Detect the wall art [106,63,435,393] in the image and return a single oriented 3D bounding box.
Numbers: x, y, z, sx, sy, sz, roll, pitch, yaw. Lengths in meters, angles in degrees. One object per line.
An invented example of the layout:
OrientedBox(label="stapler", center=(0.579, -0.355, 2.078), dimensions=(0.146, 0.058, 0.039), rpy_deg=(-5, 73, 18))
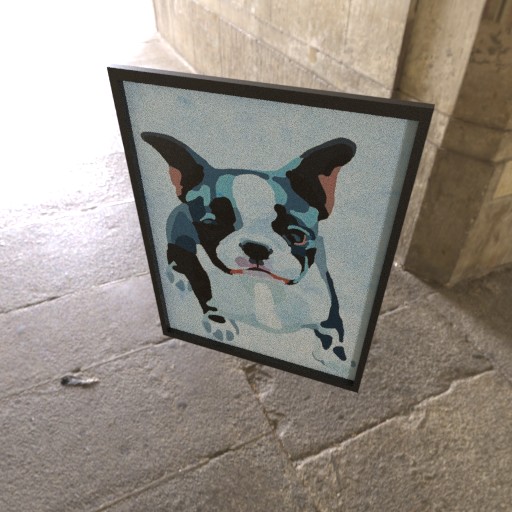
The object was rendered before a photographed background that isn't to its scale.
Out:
OrientedBox(label="wall art", center=(0.000, 0.000, 1.338), dimensions=(0.774, 1.027, 0.030), rpy_deg=(13, 42, 15))
